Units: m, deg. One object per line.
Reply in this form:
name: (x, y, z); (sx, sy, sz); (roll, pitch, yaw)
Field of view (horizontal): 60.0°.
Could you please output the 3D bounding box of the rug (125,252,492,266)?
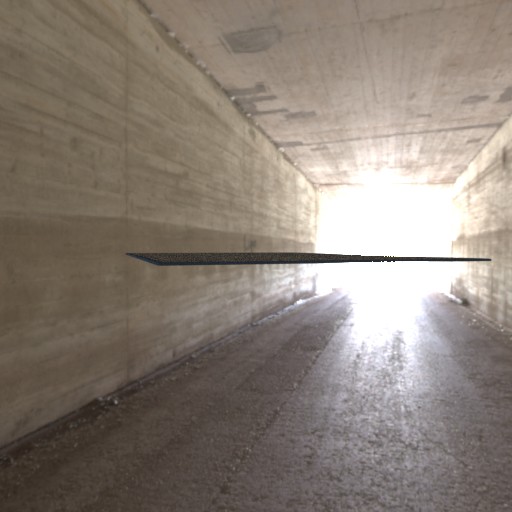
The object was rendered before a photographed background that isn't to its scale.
rug: (0.000, 0.000, 2.302); (1.219, 0.010, 1.829); (0, 1, -19)
